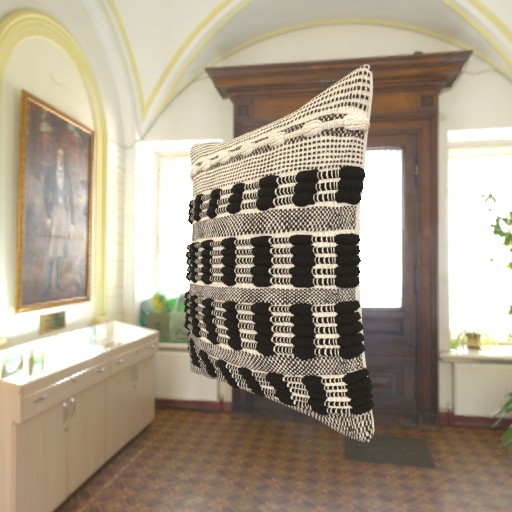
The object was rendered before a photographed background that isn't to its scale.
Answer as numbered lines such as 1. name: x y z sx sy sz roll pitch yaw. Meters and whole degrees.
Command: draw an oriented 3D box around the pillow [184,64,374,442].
1. pillow: 0.000 0.000 0.678 0.156 0.438 0.436 1 -1 -36
